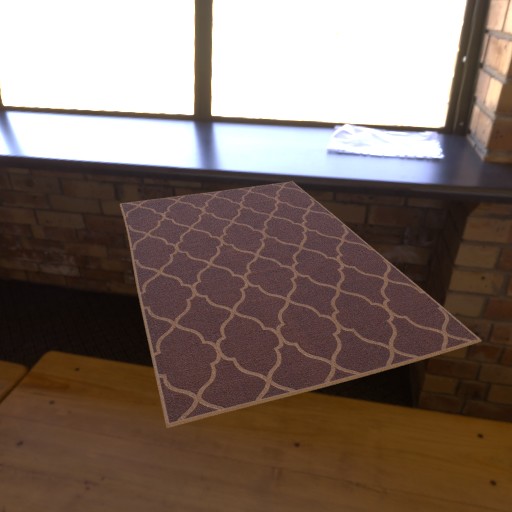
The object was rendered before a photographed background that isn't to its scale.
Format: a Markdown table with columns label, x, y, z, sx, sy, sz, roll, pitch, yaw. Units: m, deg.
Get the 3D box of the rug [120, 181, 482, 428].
| label | x | y | z | sx | sy | sz | roll | pitch | yaw |
| --- | --- | --- | --- | --- | --- | --- | --- | --- | --- |
| rug | 0.000 | 0.000 | 2.847 | 1.526 | 0.014 | 2.290 | -10 | 32 | -17 |
